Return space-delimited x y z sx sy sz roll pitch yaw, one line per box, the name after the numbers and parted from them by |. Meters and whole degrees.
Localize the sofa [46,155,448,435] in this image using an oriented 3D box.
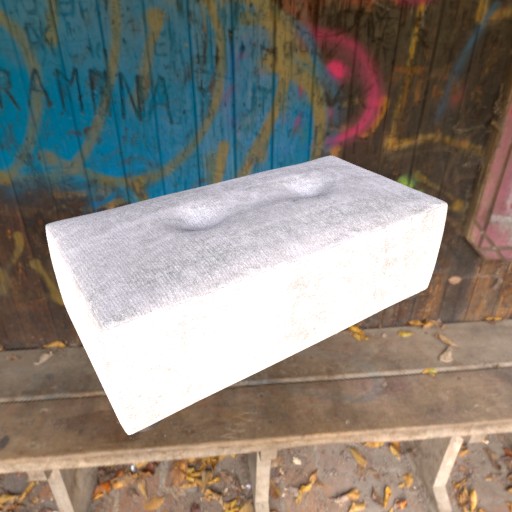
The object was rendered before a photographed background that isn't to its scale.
0.000 0.000 1.174 0.930 0.330 0.480 -19 36 -28 | sofa
